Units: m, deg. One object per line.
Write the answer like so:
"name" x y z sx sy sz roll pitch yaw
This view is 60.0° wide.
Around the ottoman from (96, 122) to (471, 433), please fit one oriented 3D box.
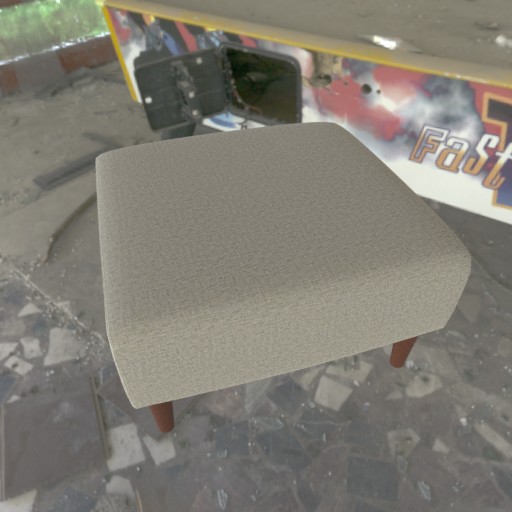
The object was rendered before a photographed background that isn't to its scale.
"ottoman" 0.000 0.000 1.055 0.655 0.399 0.648 -11 42 -13
